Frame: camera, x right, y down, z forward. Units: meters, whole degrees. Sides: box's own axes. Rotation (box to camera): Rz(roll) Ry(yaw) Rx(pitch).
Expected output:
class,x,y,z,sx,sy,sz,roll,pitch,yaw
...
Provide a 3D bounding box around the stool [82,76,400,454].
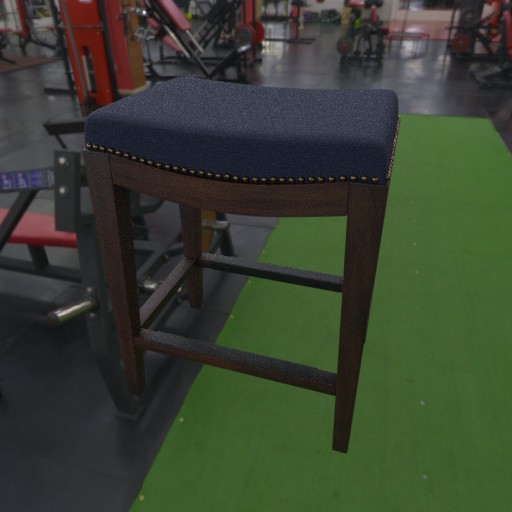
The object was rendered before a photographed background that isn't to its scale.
class,x,y,z,sx,sy,sz,roll,pitch,yaw
stool,0.000,0.000,0.934,0.500,0.642,0.361,10,33,15
